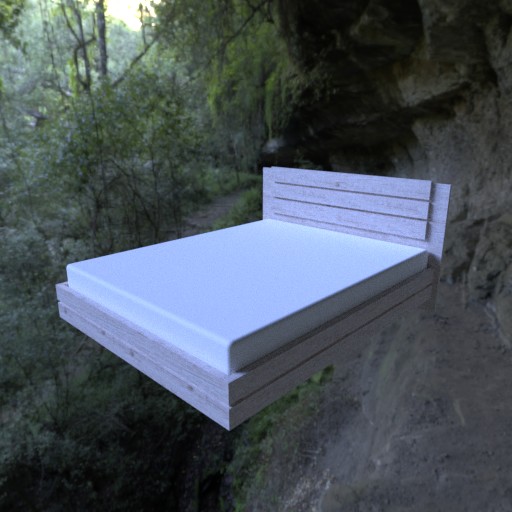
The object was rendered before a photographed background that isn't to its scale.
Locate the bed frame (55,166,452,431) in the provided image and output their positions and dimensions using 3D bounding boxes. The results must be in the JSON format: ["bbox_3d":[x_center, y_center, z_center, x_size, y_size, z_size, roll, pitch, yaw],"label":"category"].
[{"bbox_3d":[0.000,0.000,3.049,1.750,0.970,2.080,15,23,41],"label":"bed frame"}]
